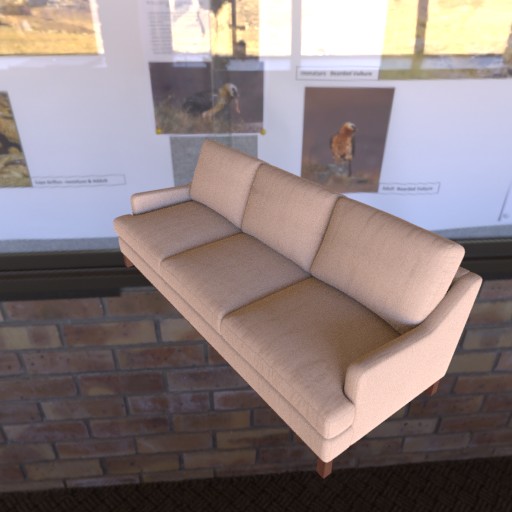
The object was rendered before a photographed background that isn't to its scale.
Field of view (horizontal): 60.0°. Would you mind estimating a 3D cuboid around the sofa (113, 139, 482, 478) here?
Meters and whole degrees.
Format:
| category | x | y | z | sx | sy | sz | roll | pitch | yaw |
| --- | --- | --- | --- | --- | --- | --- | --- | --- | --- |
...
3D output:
| category | x | y | z | sx | sy | sz | roll | pitch | yaw |
| --- | --- | --- | --- | --- | --- | --- | --- | --- | --- |
| sofa | 0.000 | 0.000 | 2.765 | 1.000 | 0.913 | 2.321 | -21 | 36 | -31 |
